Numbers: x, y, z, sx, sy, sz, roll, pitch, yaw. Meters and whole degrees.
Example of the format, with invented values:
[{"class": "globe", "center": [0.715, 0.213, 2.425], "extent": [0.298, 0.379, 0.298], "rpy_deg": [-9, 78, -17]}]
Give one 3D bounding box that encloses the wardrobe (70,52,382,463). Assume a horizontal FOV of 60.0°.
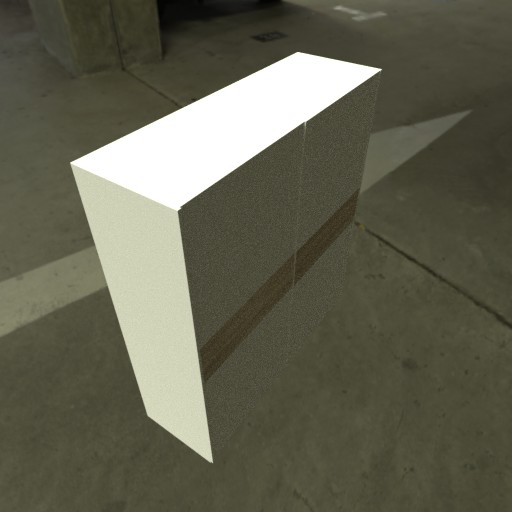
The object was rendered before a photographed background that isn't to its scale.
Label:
[{"class": "wardrobe", "center": [0.000, 0.000, 2.936], "extent": [0.600, 2.020, 1.830], "rpy_deg": [25, 47, 26]}]
